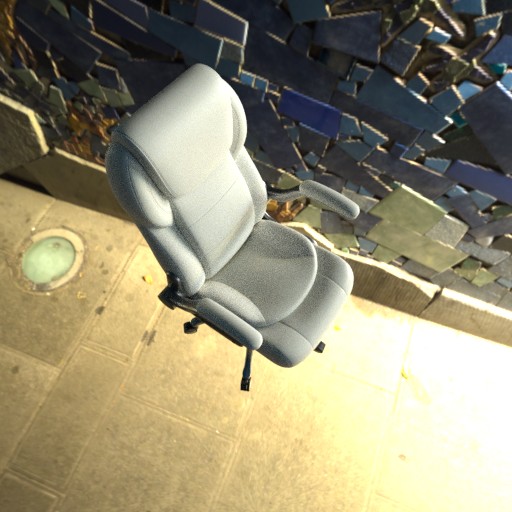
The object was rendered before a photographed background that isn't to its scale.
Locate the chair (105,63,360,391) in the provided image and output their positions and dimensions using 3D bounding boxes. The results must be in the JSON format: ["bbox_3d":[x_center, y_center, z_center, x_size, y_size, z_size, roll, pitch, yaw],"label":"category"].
[{"bbox_3d":[0.000,0.000,1.847,0.806,1.330,0.755,32,65,17],"label":"chair"}]
